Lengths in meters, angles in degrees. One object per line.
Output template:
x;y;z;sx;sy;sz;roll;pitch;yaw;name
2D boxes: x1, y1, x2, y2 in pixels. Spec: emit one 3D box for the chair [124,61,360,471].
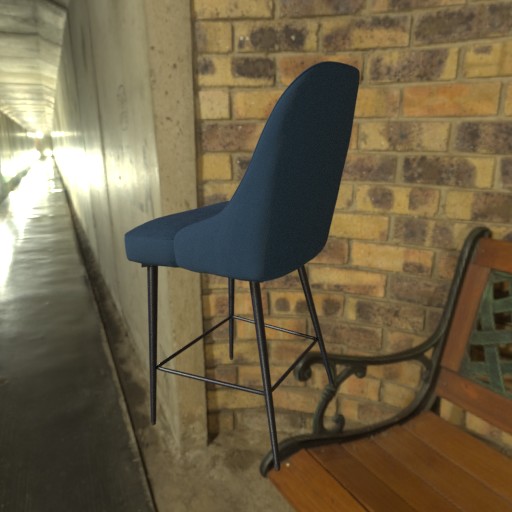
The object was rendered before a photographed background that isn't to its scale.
0.000;0.000;1.208;0.489;0.927;0.526;8;17;27;chair
